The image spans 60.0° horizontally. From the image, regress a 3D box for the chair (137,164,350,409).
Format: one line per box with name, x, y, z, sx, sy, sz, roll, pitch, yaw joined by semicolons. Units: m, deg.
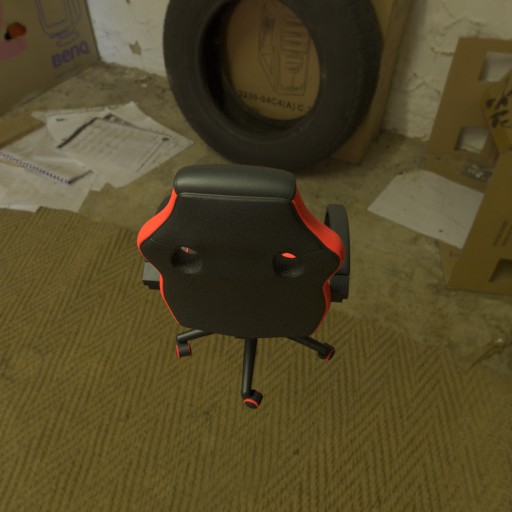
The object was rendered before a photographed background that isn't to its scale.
chair;0.000;0.000;1.349;0.600;1.016;0.642;4;47;3
